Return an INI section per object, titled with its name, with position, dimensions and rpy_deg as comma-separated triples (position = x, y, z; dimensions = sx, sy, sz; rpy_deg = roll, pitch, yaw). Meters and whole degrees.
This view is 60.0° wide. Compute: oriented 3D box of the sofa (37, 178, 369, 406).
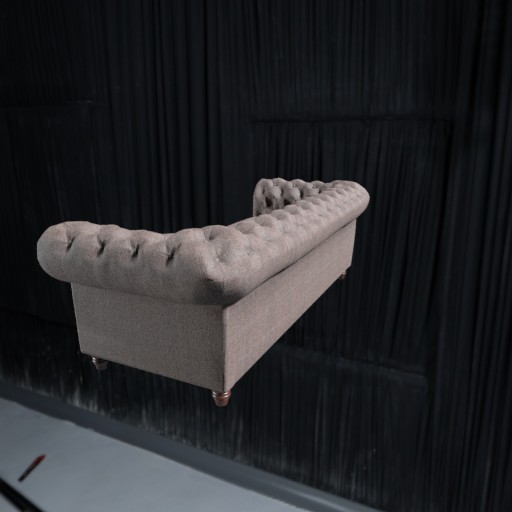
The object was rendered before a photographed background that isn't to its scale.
[sofa]
position = 0.000, 0.000, 2.774
dimensions = 0.944, 0.787, 2.385
rpy_deg = 7, 17, 25
